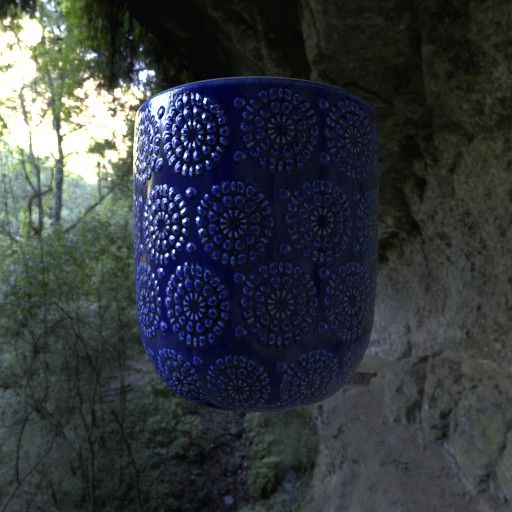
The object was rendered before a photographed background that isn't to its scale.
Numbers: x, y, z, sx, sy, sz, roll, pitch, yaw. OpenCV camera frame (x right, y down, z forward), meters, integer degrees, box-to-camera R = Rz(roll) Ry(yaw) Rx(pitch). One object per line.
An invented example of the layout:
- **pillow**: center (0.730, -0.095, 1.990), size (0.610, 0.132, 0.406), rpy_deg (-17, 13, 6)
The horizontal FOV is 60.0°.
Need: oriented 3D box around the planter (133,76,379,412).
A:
- **planter**: center (0.000, 0.000, 0.344), size (0.184, 0.206, 0.184), rpy_deg (0, -1, 0)
